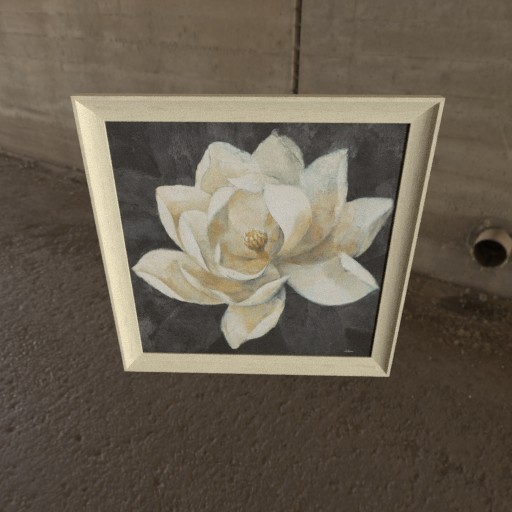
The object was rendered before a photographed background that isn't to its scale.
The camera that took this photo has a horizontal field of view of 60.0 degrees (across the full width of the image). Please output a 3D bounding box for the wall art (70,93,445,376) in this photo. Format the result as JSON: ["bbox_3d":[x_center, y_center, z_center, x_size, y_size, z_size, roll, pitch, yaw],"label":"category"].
[{"bbox_3d":[0.000,0.000,1.470,1.016,1.016,0.045,1,30,1],"label":"wall art"}]
